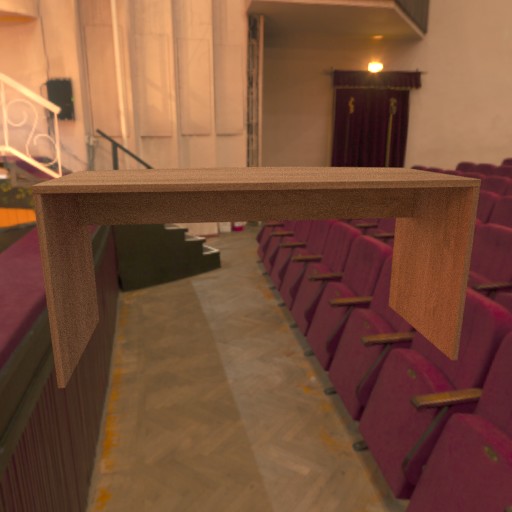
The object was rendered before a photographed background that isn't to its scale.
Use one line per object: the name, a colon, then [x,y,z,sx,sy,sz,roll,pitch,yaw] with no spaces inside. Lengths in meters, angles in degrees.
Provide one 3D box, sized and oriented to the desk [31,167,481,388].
desk: [0.000,0.000,2.042,1.600,0.752,0.802,-2,15,-7]
